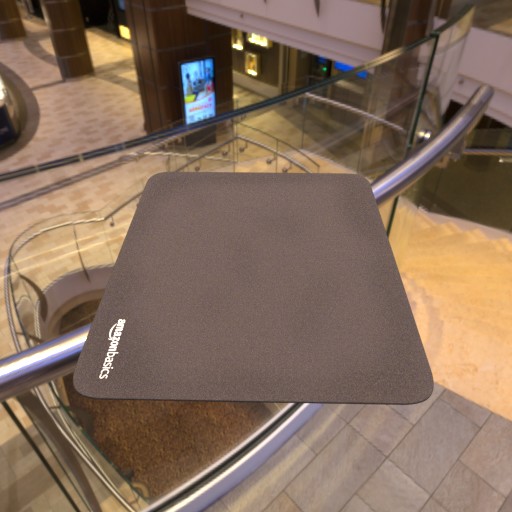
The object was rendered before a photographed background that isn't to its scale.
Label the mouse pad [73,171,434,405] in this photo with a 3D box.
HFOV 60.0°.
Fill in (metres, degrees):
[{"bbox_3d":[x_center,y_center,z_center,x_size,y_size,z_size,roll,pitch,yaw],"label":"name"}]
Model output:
[{"bbox_3d":[0.000,0.000,0.433,0.269,0.002,0.315,1,41,1],"label":"mouse pad"}]
